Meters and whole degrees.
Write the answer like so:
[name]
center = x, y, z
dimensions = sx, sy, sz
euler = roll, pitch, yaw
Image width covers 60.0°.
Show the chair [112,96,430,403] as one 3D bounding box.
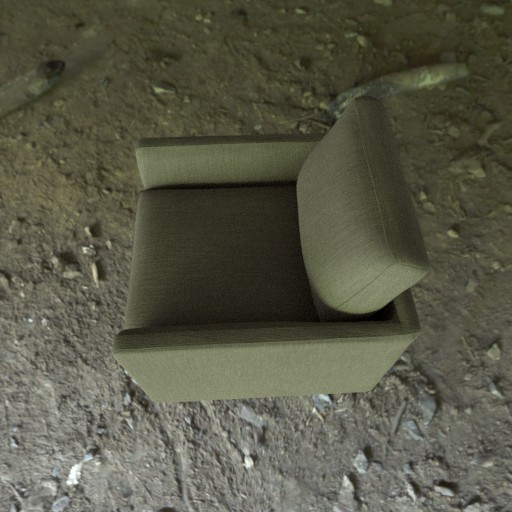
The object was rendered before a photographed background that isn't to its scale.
[chair]
center = 0.000, 0.000, 1.479
dimensions = 0.834, 0.811, 0.763
euler = -3, 59, -2
